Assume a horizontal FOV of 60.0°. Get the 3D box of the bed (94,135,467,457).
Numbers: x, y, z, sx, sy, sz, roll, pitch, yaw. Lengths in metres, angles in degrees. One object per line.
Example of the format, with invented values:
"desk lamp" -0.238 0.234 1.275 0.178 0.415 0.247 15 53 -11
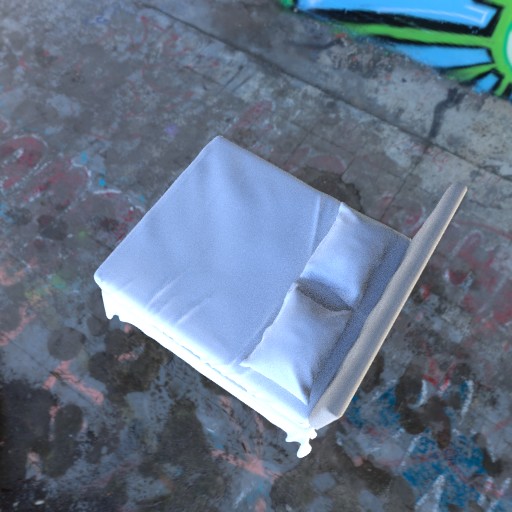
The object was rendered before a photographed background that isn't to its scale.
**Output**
"bed" 0.000 0.000 3.373 2.222 1.577 1.936 31 69 14
